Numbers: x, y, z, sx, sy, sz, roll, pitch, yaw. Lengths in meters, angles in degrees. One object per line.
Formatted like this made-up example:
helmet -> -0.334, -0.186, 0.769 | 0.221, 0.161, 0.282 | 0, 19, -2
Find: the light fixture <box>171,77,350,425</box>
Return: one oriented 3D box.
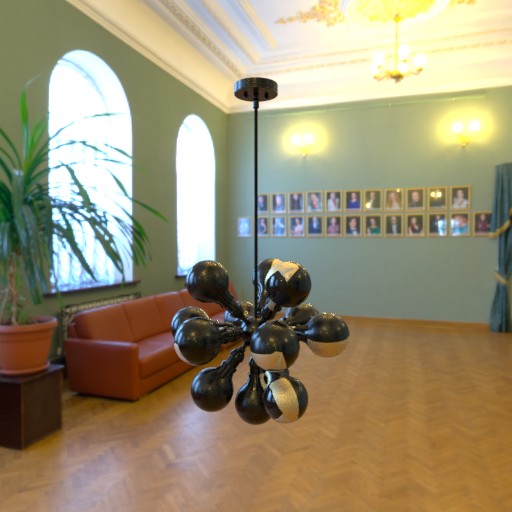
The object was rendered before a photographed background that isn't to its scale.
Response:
light fixture -> 0.000, 0.000, 1.126 | 0.468, 0.859, 0.420 | 0, 1, 17
